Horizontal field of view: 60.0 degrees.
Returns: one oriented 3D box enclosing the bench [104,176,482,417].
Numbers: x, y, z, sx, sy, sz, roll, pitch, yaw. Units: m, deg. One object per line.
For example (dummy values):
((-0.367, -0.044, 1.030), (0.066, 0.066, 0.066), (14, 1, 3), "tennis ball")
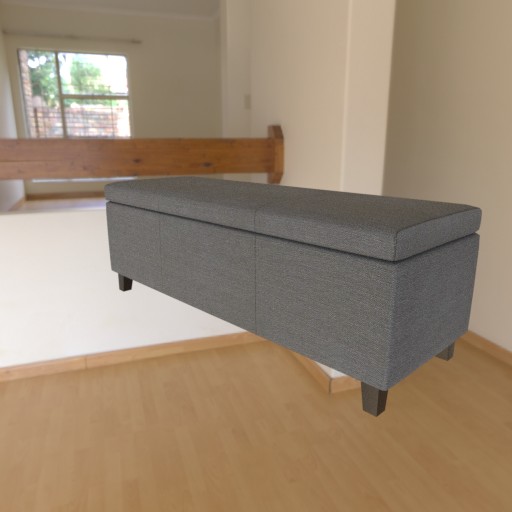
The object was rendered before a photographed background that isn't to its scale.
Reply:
((0.000, 0.000, 1.476), (0.446, 0.438, 1.269), (-14, 20, -42), "bench")
